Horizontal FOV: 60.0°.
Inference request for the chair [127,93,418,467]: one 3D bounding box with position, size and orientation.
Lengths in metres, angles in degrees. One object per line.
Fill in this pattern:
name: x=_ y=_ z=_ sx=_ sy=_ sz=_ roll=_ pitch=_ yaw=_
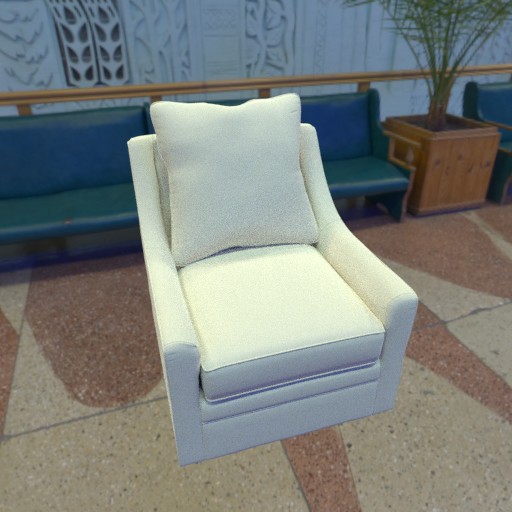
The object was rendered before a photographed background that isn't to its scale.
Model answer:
chair: x=0.000 y=0.000 z=1.578 sx=0.756 sy=0.965 sz=0.876 roll=-9 pitch=32 yaw=-15
